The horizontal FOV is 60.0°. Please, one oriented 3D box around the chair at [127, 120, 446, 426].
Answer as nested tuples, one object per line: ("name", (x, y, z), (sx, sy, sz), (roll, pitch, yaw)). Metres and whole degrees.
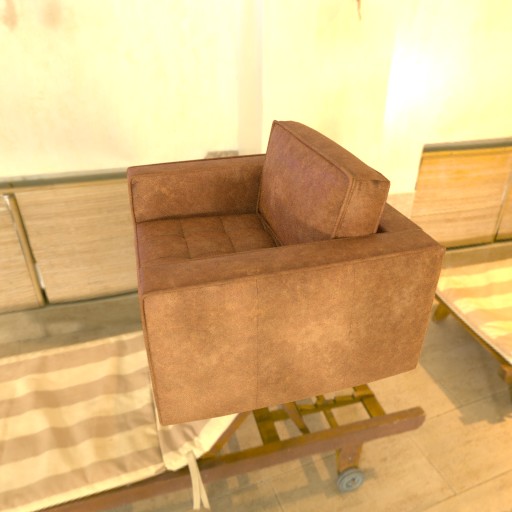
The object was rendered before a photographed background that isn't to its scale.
("chair", (0.000, 0.000, 1.515), (0.798, 0.767, 0.928), (-8, 31, -14))
